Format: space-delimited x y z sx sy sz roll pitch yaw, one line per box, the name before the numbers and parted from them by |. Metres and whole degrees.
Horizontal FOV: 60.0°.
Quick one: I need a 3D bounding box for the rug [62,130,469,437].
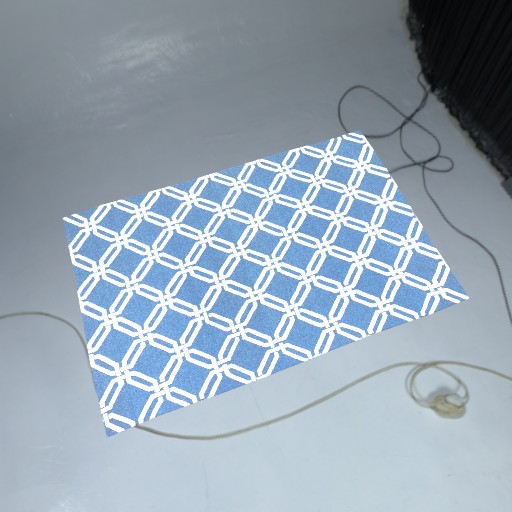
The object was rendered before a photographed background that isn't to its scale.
rug | 0.000 0.000 2.216 1.755 0.010 1.153 -18 63 -10
